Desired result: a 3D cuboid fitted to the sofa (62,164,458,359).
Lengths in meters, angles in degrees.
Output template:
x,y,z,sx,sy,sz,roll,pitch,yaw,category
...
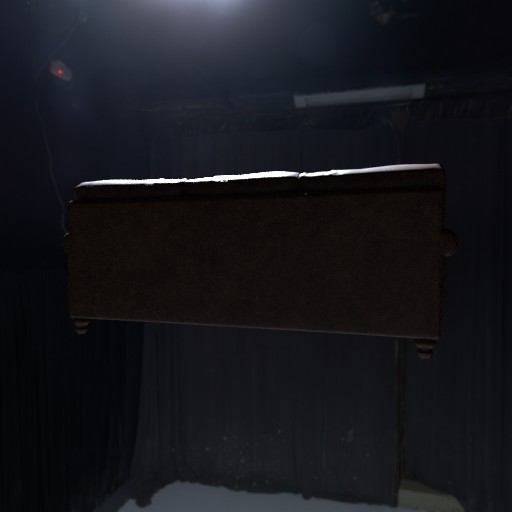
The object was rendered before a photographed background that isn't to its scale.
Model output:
x,y,z,sx,sy,sz,roll,pitch,yaw,category
0.000,0.000,2.867,2.351,0.977,0.973,0,1,18,sofa
